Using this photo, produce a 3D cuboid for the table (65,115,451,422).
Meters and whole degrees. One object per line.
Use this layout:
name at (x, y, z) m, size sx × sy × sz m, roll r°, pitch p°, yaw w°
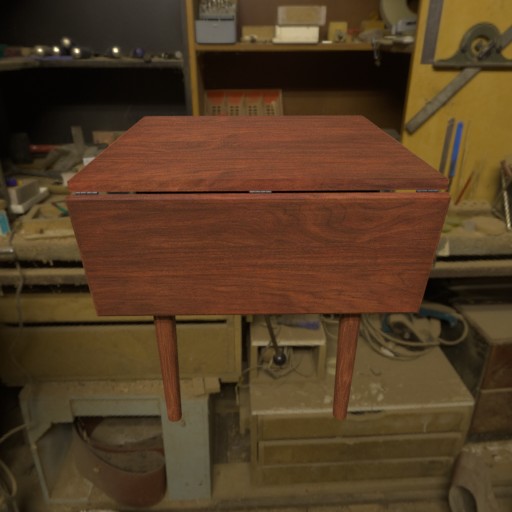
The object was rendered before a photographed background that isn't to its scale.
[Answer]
table at (0.000, 0.000, 1.460) m, size 0.812 × 0.763 × 0.843 m, roll 0°, pitch 27°, yaw -1°
